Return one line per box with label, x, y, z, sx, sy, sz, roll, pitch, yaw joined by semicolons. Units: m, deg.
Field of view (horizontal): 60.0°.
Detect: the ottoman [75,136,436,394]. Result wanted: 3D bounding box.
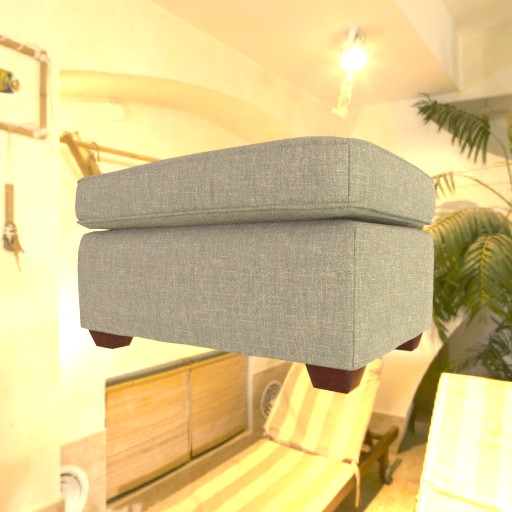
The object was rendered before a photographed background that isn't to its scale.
ottoman;0.000;0.000;1.106;0.762;0.457;0.559;0;0;34
